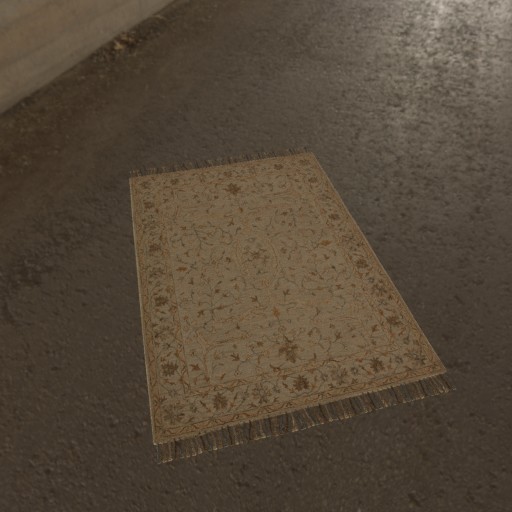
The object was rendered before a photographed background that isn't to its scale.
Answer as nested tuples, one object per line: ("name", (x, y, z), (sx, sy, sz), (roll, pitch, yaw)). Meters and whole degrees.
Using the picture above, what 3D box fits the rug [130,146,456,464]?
("rug", (0.000, 0.000, 2.315), (1.218, 0.017, 1.861), (-10, 47, -10))
